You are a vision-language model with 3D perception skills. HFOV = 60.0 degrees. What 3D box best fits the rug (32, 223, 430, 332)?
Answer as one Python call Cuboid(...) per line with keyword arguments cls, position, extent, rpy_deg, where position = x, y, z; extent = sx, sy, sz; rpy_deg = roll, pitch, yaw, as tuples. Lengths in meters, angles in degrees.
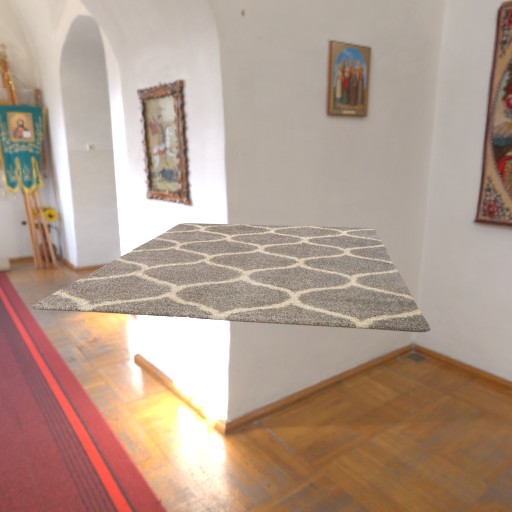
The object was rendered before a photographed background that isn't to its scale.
Cuboid(cls="rug", position=(0.000, 0.000, 4.025), extent=(2.399, 0.026, 3.000), rpy_deg=(2, 15, 8))
